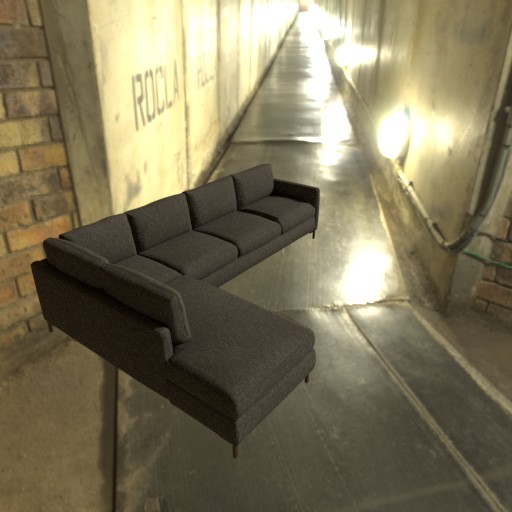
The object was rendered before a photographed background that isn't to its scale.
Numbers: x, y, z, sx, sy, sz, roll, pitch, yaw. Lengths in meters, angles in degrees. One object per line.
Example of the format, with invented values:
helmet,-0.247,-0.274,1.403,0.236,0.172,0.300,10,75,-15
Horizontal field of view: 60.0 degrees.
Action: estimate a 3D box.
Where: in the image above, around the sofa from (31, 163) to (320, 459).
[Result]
sofa,0.000,0.000,3.830,2.007,0.815,2.949,19,32,33
